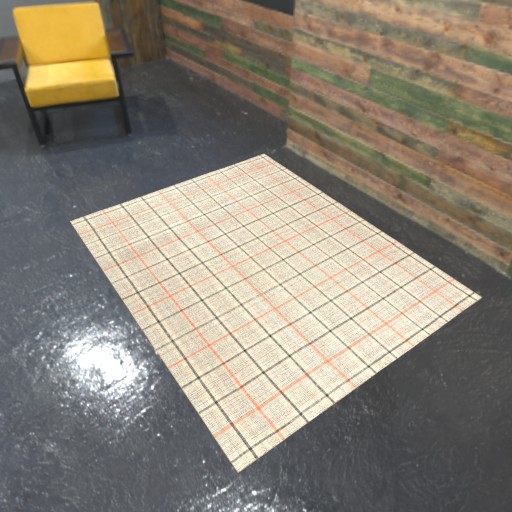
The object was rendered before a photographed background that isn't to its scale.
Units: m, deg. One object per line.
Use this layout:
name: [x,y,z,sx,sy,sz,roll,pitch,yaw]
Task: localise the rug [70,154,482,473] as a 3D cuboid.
rug: [0.000,0.000,4.078,2.444,0.012,3.048,-25,47,-26]
